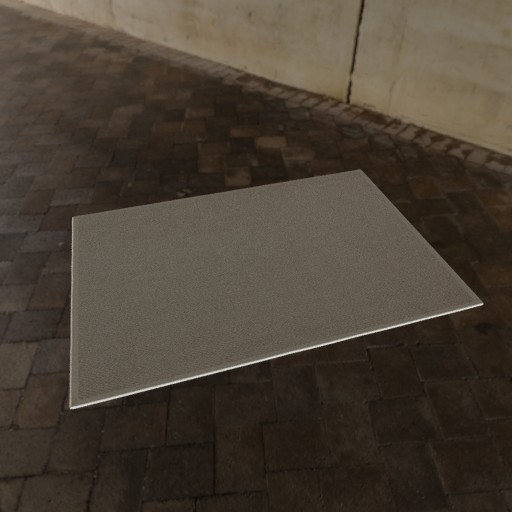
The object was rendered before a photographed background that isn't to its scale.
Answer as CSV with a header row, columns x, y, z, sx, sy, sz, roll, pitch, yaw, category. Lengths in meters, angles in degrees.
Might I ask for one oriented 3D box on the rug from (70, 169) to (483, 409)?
x,y,z,sx,sy,sz,roll,pitch,yaw,category
0.000,0.000,2.818,2.244,0.017,1.532,-11,43,-12,rug
